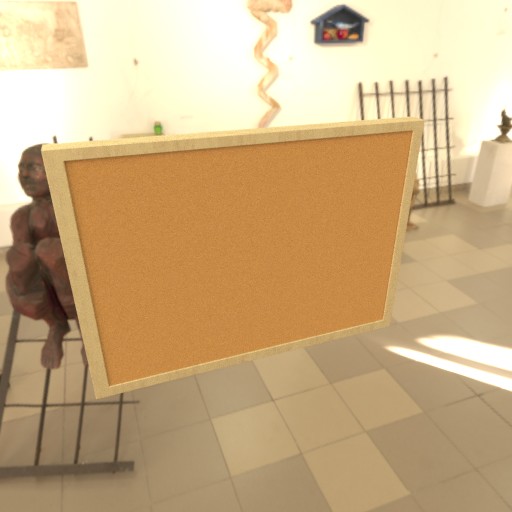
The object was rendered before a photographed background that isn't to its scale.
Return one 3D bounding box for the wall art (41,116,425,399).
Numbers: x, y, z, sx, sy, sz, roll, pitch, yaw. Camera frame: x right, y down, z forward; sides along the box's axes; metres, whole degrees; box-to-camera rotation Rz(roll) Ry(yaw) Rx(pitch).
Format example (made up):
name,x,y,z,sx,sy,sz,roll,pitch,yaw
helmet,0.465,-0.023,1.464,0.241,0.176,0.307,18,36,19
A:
name,x,y,z,sx,sy,sz,roll,pitch,yaw
wall art,0.000,0.000,0.685,0.532,0.380,0.032,-10,29,-18
